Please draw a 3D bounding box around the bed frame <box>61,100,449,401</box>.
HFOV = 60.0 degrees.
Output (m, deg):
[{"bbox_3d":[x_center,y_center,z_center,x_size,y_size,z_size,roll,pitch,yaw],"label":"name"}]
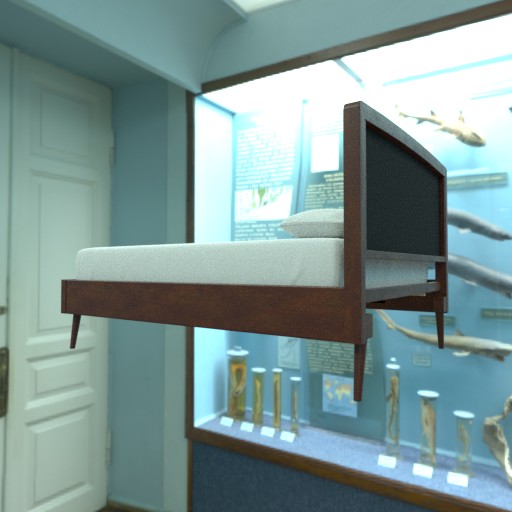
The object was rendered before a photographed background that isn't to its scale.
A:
[{"bbox_3d":[0.000,0.000,3.085,2.171,1.279,1.587,-1,-2,35],"label":"bed frame"}]
